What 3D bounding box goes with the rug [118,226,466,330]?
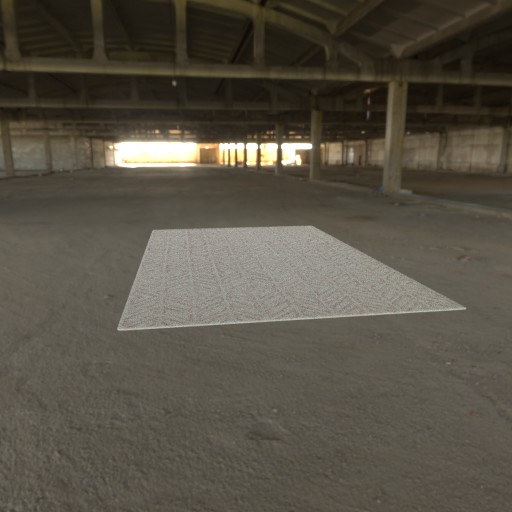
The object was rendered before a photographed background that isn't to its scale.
[{"bbox_3d":[0.000,0.000,3.041,1.523,0.008,2.438,-2,13,-9],"label":"rug"}]
